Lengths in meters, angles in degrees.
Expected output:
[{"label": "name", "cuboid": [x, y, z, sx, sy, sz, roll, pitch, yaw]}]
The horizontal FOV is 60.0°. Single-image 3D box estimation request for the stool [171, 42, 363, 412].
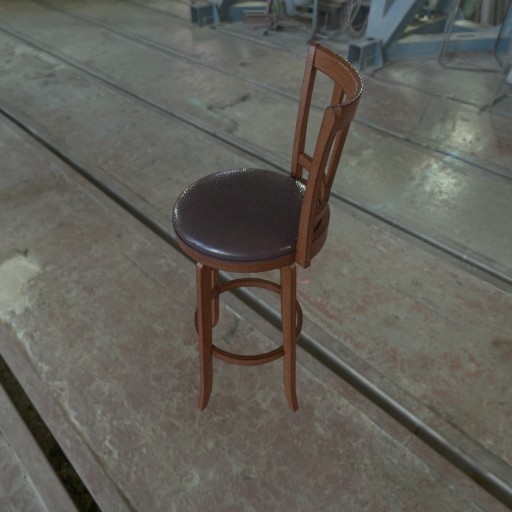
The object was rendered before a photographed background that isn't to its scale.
[{"label": "stool", "cuboid": [0.000, 0.000, 1.440, 0.503, 1.177, 0.464, 0, 41, 0]}]
